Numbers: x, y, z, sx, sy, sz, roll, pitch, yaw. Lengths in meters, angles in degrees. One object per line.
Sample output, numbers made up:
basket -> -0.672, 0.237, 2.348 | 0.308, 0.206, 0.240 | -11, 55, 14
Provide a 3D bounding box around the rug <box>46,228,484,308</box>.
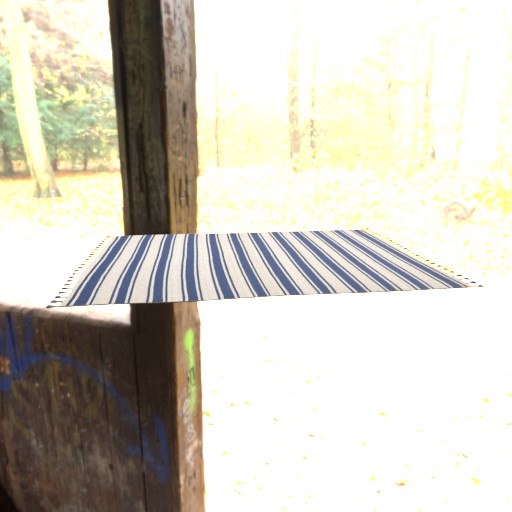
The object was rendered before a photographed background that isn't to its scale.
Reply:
rug -> 0.000, 0.000, 4.532 | 3.416, 0.016, 2.471 | -2, 15, -8
